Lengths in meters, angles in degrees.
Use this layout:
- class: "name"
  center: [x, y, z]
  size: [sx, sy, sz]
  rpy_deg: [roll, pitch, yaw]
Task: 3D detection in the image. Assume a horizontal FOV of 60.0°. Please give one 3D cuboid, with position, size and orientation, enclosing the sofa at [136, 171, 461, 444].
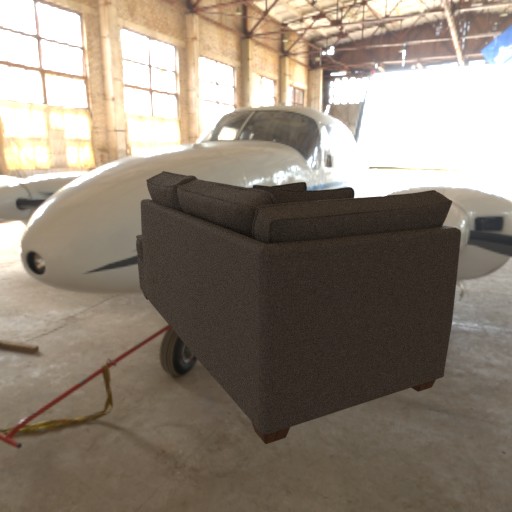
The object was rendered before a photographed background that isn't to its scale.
- class: "sofa"
  center: [0.000, 0.000, 2.865]
  size: [1.110, 1.033, 2.237]
  rpy_deg: [-7, 15, -26]
